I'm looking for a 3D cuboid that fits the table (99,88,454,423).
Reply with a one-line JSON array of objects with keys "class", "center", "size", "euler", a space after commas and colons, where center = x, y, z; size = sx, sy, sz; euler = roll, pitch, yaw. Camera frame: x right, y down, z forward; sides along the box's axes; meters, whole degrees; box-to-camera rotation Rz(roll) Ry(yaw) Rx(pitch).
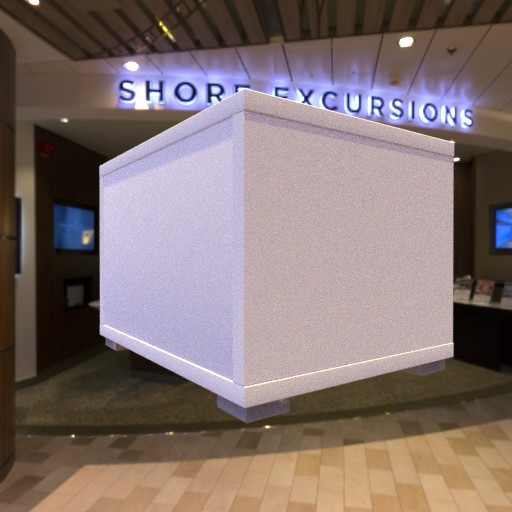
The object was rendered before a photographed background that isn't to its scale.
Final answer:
[{"class": "table", "center": [0.000, 0.000, 0.792], "size": [0.399, 0.357, 0.517], "euler": [0, 1, -36]}]
